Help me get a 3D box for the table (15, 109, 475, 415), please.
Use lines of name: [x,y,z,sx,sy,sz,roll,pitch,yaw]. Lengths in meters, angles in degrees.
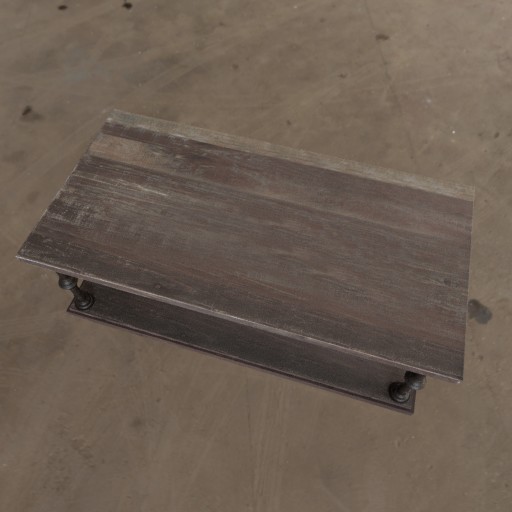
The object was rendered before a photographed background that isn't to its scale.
table: [0.000,0.000,1.322,1.088,0.373,0.554,14,60,8]
